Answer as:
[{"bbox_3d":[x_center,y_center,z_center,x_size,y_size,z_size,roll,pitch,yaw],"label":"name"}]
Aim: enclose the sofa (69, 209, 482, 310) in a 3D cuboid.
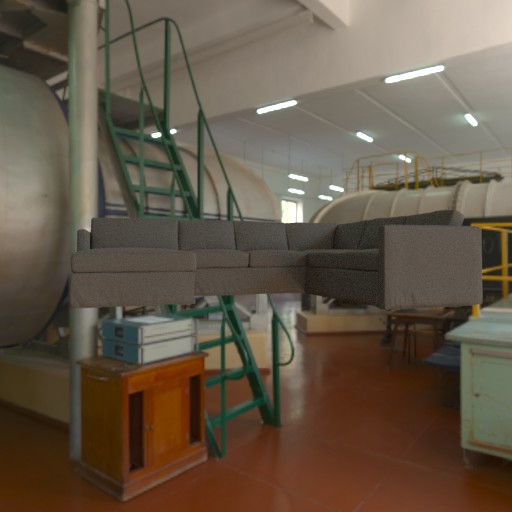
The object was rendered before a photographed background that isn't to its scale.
[{"bbox_3d":[0.000,0.000,4.570,3.528,0.878,2.476,0,1,-18],"label":"sofa"}]
